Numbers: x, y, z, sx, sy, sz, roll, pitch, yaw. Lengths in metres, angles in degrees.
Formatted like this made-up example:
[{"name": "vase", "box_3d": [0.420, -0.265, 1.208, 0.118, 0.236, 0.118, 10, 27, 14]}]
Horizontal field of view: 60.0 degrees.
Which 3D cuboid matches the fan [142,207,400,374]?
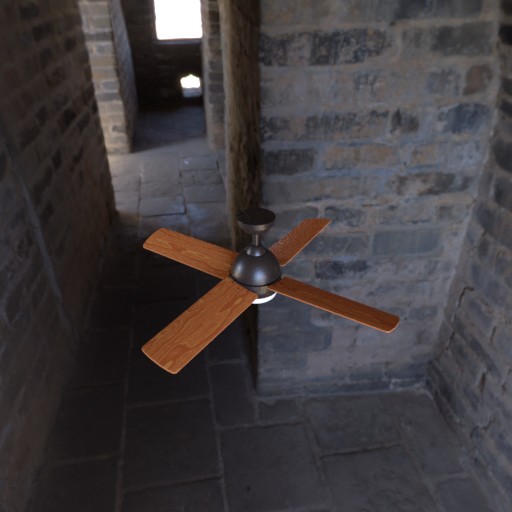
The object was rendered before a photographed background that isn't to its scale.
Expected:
[{"name": "fan", "box_3d": [0.000, 0.000, 2.011, 1.332, 0.403, 1.332, 19, 37, 27]}]
